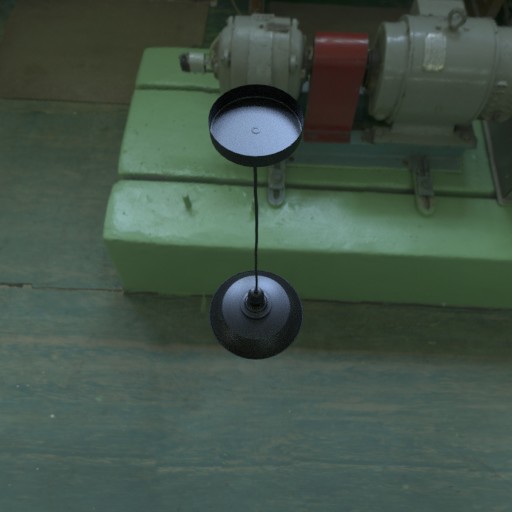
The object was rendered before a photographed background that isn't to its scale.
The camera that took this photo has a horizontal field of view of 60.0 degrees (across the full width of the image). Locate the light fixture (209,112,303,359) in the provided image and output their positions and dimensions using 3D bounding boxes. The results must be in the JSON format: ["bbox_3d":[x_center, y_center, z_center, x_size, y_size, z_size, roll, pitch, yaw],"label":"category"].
[{"bbox_3d":[0.000,0.000,1.167,0.331,0.993,0.331,1,63,1],"label":"light fixture"}]
